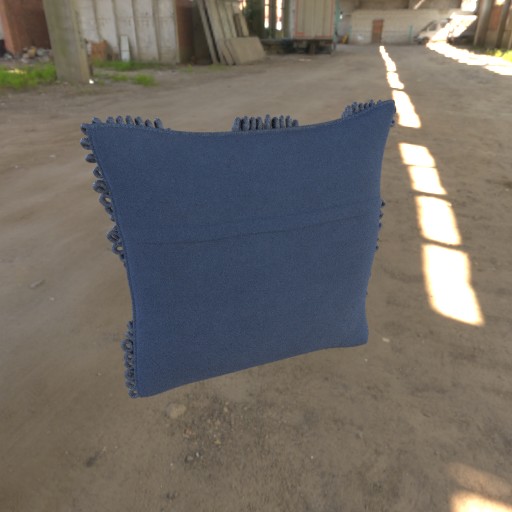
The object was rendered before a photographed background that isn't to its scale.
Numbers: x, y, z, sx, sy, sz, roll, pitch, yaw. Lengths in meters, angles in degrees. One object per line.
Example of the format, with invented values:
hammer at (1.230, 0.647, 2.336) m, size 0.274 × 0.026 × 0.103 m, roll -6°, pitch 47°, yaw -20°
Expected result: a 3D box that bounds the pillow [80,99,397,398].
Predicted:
pillow at (0.000, 0.000, 0.721) m, size 0.469 × 0.466 × 0.172 m, roll -10°, pitch 29°, yaw -17°
